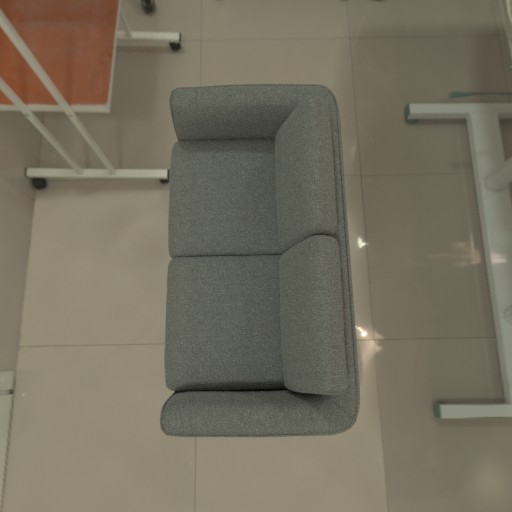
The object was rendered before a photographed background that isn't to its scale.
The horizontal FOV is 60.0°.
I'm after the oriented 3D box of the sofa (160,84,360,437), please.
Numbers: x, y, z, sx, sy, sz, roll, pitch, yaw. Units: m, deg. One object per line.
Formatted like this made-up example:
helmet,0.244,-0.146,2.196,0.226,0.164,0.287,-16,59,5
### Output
sofa,0.000,0.000,2.257,0.920,0.870,1.700,-1,76,0
